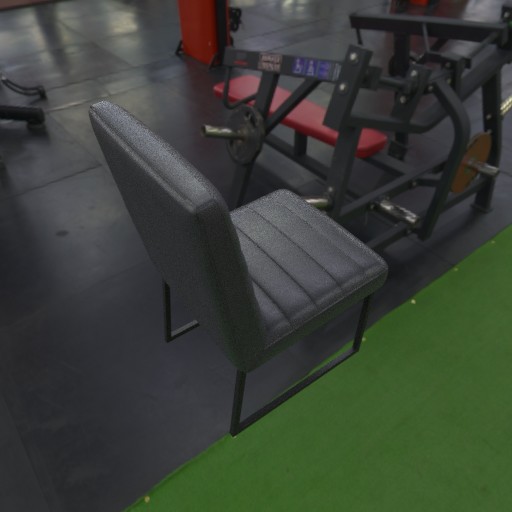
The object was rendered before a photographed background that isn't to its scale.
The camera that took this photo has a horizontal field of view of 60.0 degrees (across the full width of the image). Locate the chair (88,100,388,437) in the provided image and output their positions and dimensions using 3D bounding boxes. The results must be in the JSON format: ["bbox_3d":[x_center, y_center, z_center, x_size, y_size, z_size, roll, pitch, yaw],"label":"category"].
[{"bbox_3d":[0.000,0.000,1.319,0.634,0.930,0.520,-26,49,-25],"label":"chair"}]
